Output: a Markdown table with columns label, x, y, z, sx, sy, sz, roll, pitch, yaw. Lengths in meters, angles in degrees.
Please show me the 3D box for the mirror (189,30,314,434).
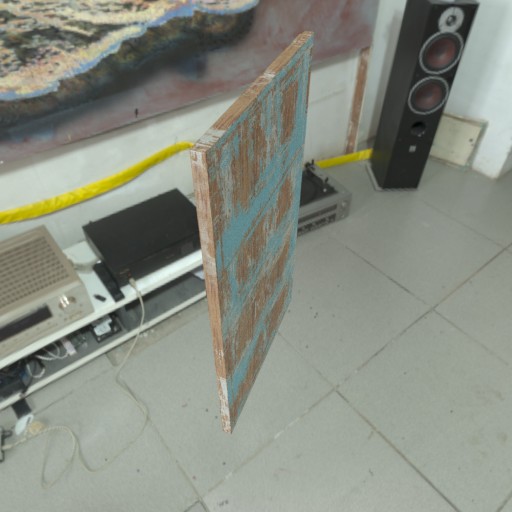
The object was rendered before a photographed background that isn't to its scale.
| label | x | y | z | sx | sy | sz | roll | pitch | yaw |
| --- | --- | --- | --- | --- | --- | --- | --- | --- | --- |
| mirror | 0.000 | 0.000 | 1.493 | 0.083 | 1.213 | 0.707 | 16 | 47 | 15 |
